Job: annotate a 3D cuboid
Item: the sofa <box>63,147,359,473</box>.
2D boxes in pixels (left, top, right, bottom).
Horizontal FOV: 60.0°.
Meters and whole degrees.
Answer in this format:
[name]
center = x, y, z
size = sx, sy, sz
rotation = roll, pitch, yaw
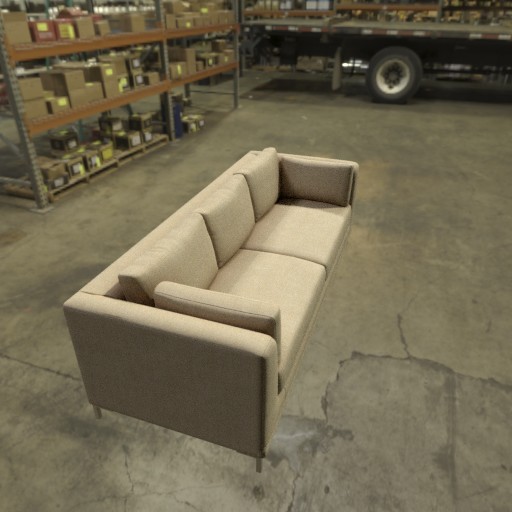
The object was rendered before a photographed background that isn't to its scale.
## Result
[sofa]
center = 0.000, 0.000, 2.956
size = 0.969, 0.867, 2.415
rotation = 10, 32, 17
